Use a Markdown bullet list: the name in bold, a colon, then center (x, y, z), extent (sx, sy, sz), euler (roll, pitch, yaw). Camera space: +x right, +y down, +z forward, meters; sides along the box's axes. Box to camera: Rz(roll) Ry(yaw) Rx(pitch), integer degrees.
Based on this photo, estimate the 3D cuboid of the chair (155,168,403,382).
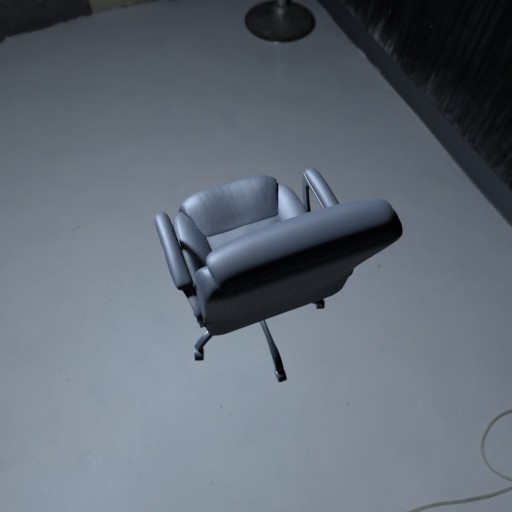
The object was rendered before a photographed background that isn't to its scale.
- **chair**: center (0.000, 0.000, 1.492), extent (0.615, 1.072, 0.655), euler (-18, 62, -10)
